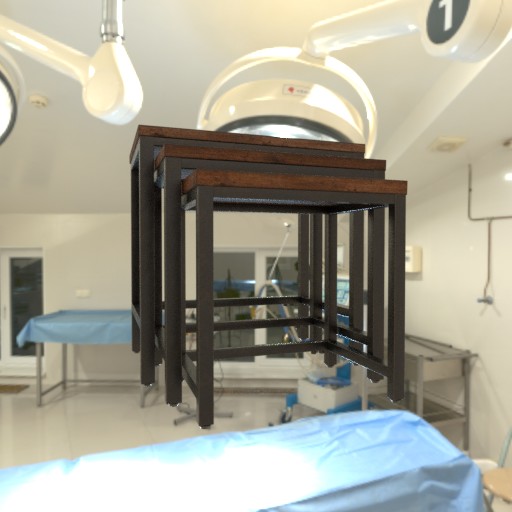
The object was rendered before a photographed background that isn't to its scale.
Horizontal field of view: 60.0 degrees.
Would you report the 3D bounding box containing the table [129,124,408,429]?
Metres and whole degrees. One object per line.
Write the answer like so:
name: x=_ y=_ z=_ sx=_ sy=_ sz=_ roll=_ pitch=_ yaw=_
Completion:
table: x=0.000 y=0.000 z=1.176 sx=0.608 sy=0.616 sz=0.660 roll=0 pitch=1 yaw=-19
